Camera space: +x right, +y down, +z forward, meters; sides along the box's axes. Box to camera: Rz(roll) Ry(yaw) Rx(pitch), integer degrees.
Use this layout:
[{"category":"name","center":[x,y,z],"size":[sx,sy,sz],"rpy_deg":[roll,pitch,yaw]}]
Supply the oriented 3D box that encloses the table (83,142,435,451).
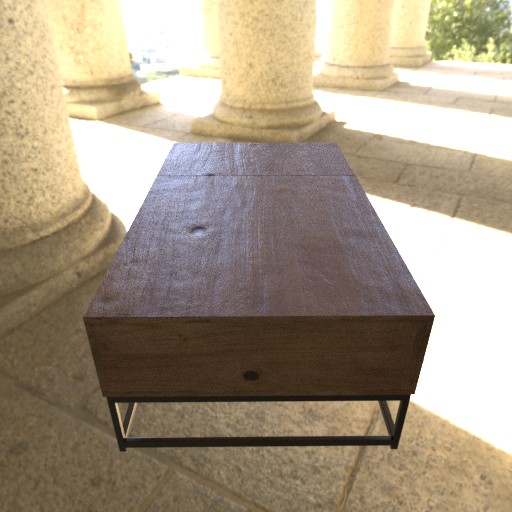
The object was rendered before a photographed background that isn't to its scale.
[{"category":"table","center":[0.000,0.000,1.389],"size":[0.655,0.395,1.101],"rpy_deg":[0,31,-1]}]
